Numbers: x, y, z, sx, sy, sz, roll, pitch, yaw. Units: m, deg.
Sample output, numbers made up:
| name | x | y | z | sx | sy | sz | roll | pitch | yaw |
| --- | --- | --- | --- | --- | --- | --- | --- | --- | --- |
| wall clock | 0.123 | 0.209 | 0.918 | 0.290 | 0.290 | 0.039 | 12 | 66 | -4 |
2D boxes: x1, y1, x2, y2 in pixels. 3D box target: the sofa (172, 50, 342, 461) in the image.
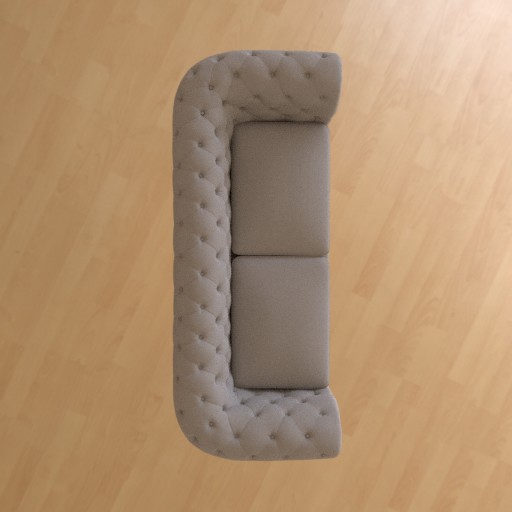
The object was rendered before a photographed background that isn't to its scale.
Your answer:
| name | x | y | z | sx | sy | sz | roll | pitch | yaw |
| --- | --- | --- | --- | --- | --- | --- | --- | --- | --- |
| sofa | 0.000 | 0.000 | 2.849 | 0.991 | 0.749 | 2.411 | 0 | 91 | -2 |
